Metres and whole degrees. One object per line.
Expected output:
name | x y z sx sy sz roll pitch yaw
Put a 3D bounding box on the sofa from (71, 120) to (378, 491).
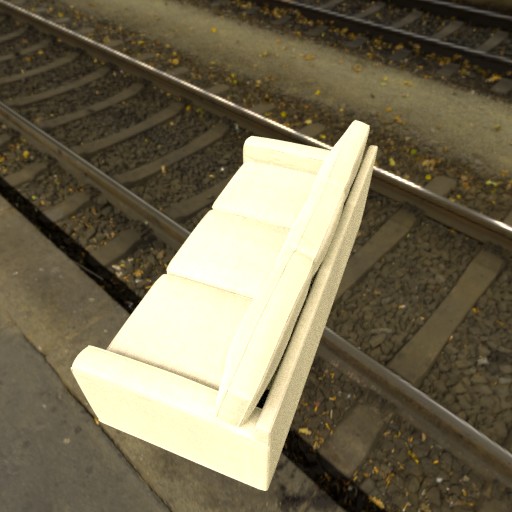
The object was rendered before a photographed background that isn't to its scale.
sofa | 0.000 0.000 2.561 0.936 0.862 2.093 16 47 15
